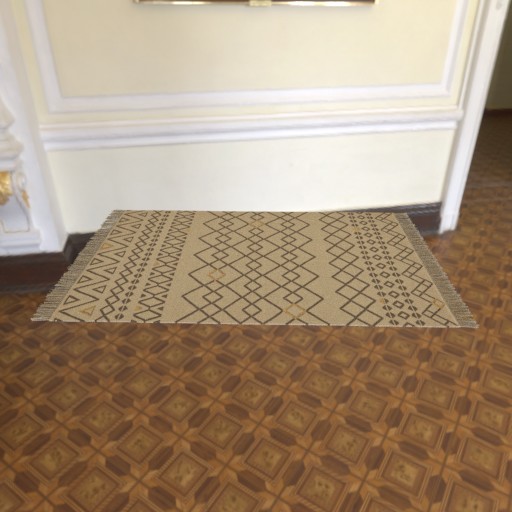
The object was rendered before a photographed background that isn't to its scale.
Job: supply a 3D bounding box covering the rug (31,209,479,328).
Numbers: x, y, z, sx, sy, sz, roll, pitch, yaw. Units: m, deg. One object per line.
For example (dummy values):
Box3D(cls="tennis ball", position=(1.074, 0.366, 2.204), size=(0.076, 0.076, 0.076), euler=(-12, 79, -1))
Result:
Box3D(cls="rug", position=(0.000, 0.000, 3.056), size=(2.472, 0.035, 1.495), euler=(1, 30, 1))
